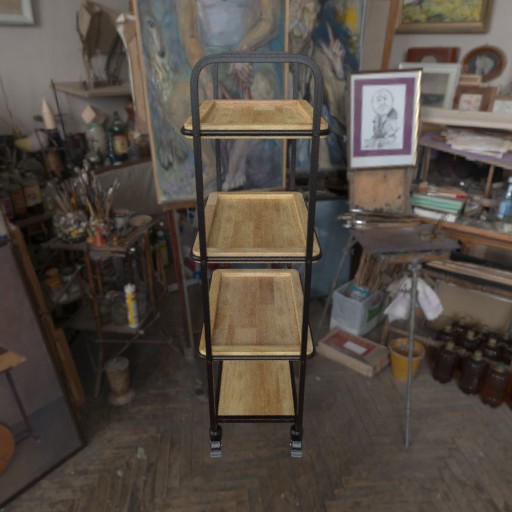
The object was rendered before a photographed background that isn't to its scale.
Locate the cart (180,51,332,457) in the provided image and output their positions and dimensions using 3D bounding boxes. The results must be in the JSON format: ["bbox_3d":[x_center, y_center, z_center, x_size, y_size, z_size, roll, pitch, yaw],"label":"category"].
[{"bbox_3d":[0.000,0.000,1.293,0.321,1.080,0.545,0,25,0],"label":"cart"}]
